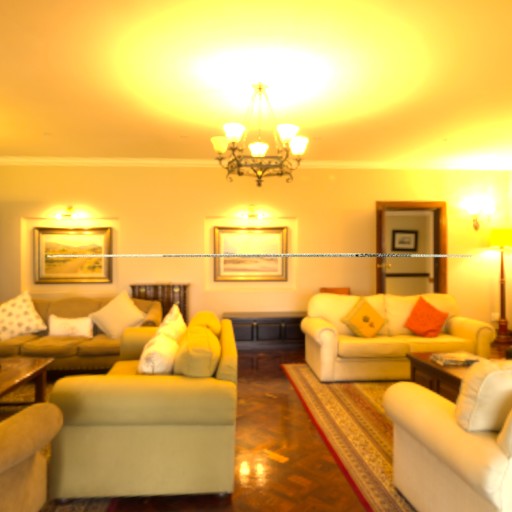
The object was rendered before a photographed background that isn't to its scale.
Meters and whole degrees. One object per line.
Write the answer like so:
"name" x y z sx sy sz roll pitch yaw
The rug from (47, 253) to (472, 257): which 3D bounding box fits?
"rug" 0.000 0.000 2.918 2.312 0.013 1.600 0 0 37
